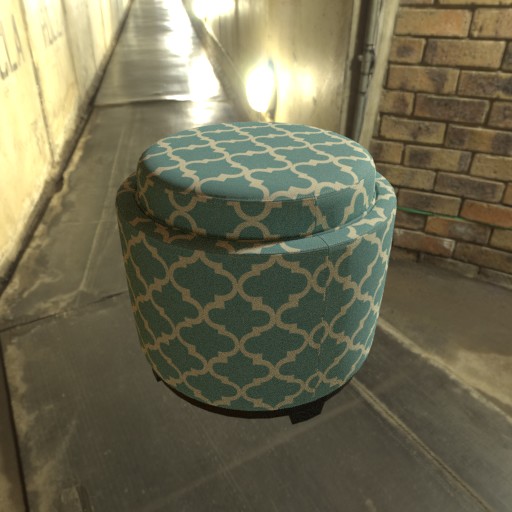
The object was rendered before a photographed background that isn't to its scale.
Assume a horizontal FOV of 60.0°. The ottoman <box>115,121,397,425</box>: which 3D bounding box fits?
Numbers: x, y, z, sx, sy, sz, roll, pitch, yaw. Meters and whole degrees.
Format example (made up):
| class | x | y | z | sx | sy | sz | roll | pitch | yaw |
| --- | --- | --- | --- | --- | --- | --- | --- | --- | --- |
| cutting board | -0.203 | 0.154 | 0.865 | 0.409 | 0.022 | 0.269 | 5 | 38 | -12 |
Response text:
| class | x | y | z | sx | sy | sz | roll | pitch | yaw |
| --- | --- | --- | --- | --- | --- | --- | --- | --- | --- |
| ottoman | 0.000 | 0.000 | 0.843 | 0.480 | 0.429 | 0.480 | 0 | 31 | 0 |
